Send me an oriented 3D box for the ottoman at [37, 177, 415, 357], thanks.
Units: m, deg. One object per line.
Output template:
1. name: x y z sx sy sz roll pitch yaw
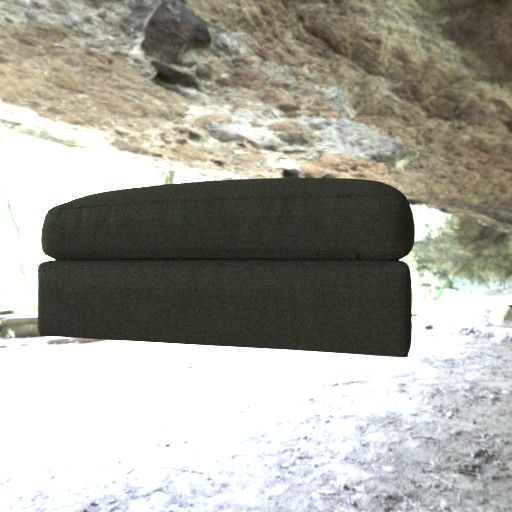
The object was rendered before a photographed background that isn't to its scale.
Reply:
1. ottoman: 0.000 0.000 1.618 1.041 0.470 1.041 0 -1 16
